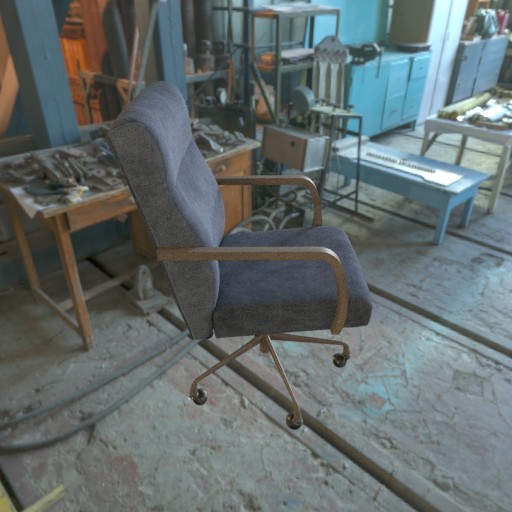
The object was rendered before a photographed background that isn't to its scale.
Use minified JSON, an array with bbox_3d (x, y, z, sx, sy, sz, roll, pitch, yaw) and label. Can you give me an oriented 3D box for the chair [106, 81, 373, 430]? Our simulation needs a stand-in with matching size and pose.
[{"bbox_3d":[0.000,0.000,1.481,0.741,1.029,0.640,0,32,-1],"label":"chair"}]
